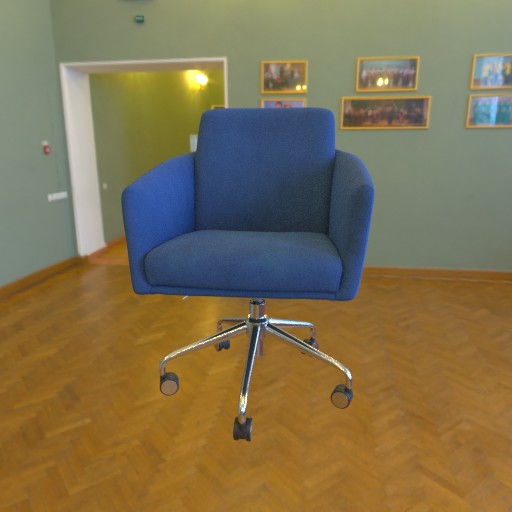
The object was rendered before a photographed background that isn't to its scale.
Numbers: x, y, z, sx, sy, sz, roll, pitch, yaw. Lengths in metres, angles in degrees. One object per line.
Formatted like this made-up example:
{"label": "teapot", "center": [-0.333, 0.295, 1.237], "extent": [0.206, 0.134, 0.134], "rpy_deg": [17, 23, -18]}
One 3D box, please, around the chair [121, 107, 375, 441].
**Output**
{"label": "chair", "center": [0.000, 0.000, 1.364], "extent": [0.641, 0.908, 0.635], "rpy_deg": [2, 14, 7]}
